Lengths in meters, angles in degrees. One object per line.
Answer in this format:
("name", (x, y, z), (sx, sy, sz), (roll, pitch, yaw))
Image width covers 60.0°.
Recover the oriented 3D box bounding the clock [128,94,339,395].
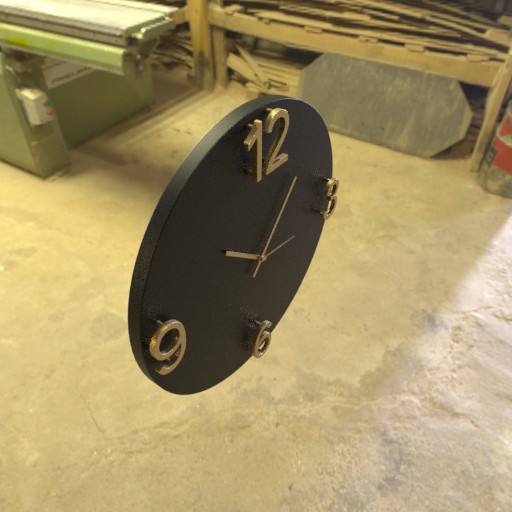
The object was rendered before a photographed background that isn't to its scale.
("clock", (0.000, 0.000, 0.659), (0.038, 0.454, 0.454), (25, 47, 26))
